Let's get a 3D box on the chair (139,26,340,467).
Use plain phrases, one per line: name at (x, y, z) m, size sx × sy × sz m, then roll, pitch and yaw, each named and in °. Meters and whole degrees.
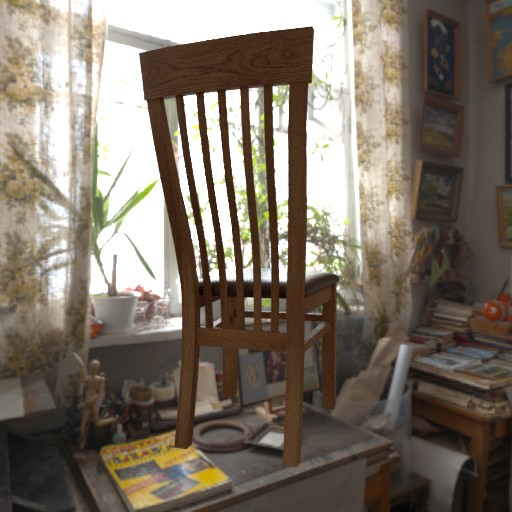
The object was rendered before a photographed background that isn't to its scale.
chair at (0.000, 0.000, 1.338) m, size 0.450 × 1.050 × 0.580 m, roll 0°, pitch 1°, yaw 18°
